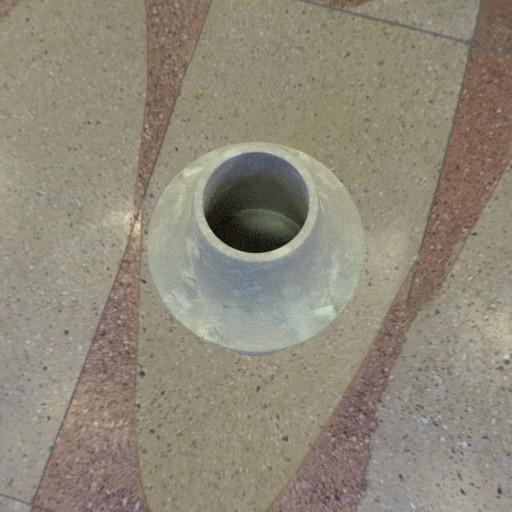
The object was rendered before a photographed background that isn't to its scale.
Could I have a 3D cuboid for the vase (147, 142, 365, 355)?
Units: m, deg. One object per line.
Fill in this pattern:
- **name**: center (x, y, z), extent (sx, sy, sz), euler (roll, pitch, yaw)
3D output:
- **vase**: center (0.000, 0.000, 0.426), extent (0.184, 0.305, 0.184), euler (0, 77, 0)
